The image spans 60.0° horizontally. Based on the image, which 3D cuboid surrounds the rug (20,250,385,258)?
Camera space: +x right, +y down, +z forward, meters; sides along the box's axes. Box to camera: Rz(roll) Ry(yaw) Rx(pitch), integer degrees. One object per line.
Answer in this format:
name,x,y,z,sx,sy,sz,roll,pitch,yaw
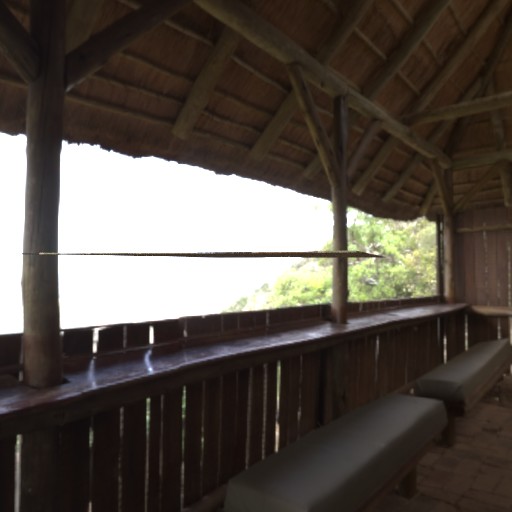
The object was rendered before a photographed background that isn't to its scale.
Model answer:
rug,0.000,0.000,2.881,1.521,0.006,2.284,0,-1,19
